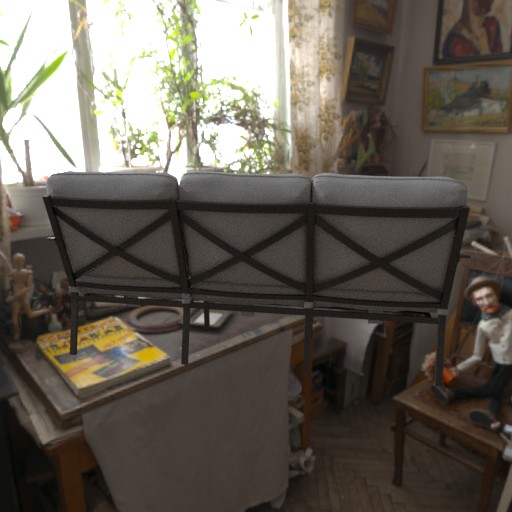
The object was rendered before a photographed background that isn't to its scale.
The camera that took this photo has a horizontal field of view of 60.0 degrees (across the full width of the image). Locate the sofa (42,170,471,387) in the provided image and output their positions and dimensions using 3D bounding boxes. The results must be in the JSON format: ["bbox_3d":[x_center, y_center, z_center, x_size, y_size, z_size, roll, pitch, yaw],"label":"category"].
[{"bbox_3d":[0.000,0.000,2.155,1.740,0.860,0.787,3,16,9],"label":"sofa"}]
